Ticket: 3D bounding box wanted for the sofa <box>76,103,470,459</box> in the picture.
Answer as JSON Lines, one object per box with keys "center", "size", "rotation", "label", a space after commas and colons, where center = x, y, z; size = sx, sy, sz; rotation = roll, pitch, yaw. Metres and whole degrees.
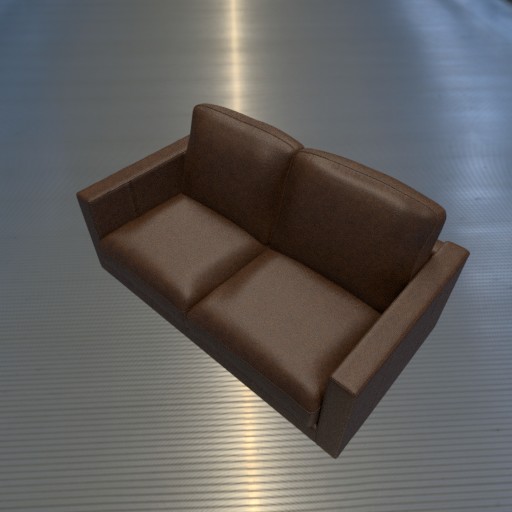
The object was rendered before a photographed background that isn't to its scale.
{"center": [0.000, 0.000, 2.111], "size": [1.578, 0.951, 0.909], "rotation": [32, 53, 28], "label": "sofa"}
